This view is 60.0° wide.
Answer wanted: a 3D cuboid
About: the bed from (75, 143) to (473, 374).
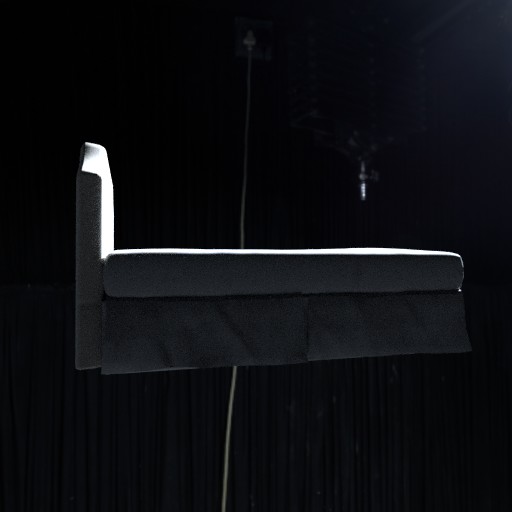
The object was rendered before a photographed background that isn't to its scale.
[{"bbox_3d":[0.000,0.000,3.534,2.498,1.293,1.977,0,-1,-16],"label":"bed"}]
